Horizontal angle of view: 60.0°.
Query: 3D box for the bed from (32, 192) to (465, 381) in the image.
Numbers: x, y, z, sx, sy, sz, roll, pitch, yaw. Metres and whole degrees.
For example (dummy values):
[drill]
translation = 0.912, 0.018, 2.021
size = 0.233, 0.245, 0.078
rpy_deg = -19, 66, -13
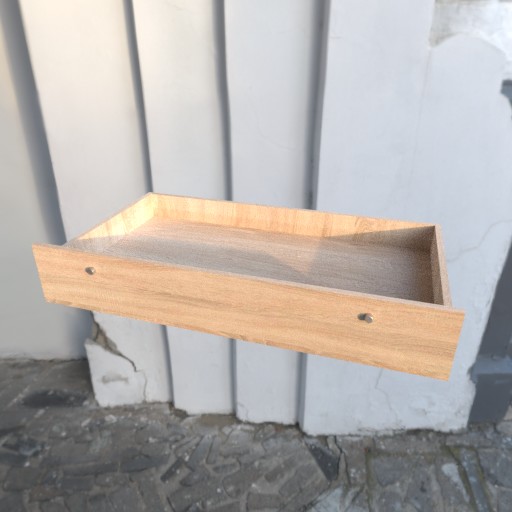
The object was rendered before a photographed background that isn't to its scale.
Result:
[bed]
translation = 0.000, 0.000, 1.490
size = 1.200, 0.209, 0.685
rpy_deg = 8, 28, 16
